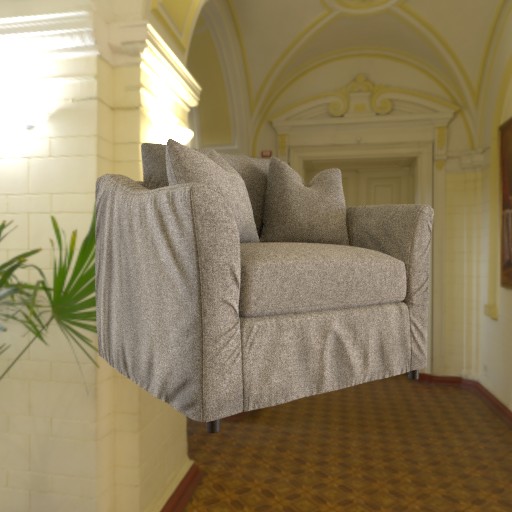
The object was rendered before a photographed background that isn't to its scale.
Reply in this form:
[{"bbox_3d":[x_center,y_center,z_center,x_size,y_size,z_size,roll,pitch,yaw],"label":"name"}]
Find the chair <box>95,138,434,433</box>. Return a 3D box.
[{"bbox_3d":[0.000,0.000,2.037,1.194,1.059,1.071,0,1,-35],"label":"chair"}]
